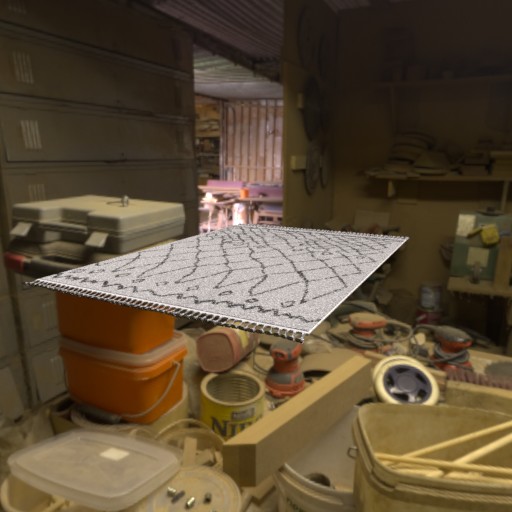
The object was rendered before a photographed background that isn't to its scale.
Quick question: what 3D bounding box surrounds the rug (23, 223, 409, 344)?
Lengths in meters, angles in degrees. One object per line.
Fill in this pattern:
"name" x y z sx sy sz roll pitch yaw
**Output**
"rug" 0.000 0.000 2.995 1.613 0.017 2.312 7 15 27
